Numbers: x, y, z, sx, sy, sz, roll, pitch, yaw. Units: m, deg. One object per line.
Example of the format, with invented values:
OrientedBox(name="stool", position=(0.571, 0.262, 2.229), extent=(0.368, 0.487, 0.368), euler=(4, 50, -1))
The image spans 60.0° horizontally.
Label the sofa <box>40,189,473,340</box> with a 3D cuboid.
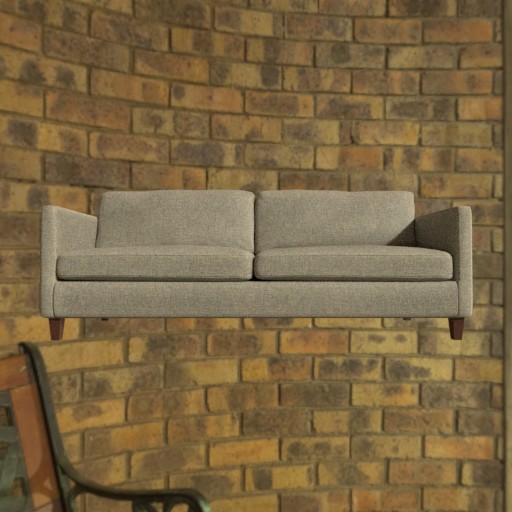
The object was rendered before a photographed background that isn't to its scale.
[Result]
OrientedBox(name="sofa", position=(0.000, 0.000, 2.909), extent=(2.434, 0.951, 0.948), euler=(0, -1, 0))
